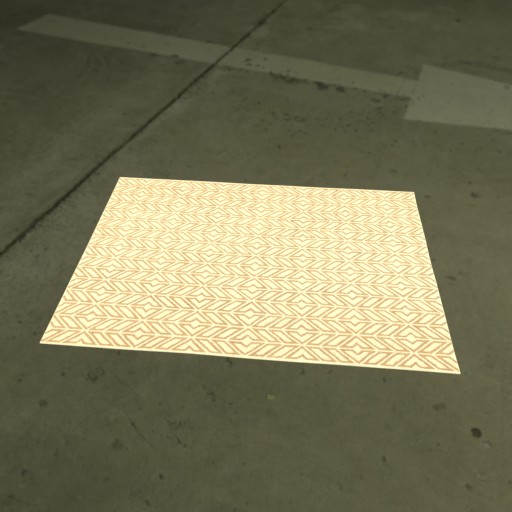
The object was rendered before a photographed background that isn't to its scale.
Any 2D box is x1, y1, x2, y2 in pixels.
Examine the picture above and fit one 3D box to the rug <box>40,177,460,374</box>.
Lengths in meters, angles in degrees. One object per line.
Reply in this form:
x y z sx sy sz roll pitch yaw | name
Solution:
0.000 0.000 2.333 1.828 0.007 1.220 3 47 3 | rug
